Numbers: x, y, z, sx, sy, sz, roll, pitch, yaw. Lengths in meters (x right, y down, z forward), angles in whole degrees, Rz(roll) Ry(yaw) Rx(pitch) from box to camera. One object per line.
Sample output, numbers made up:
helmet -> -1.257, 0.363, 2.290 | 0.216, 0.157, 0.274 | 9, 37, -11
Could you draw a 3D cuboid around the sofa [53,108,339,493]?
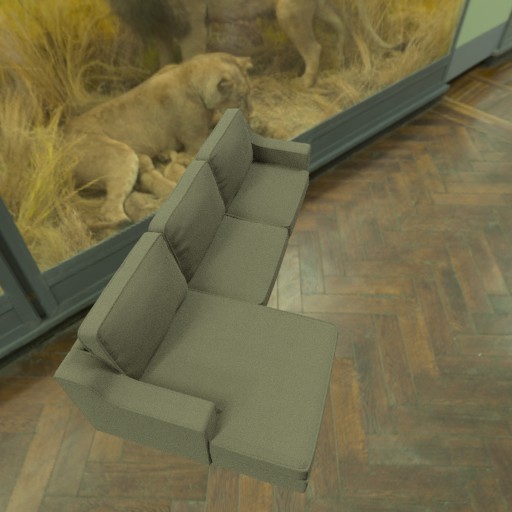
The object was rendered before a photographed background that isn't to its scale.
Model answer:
sofa -> 0.000, 0.000, 3.030 | 1.294, 0.928, 2.561 | 12, 48, 11
